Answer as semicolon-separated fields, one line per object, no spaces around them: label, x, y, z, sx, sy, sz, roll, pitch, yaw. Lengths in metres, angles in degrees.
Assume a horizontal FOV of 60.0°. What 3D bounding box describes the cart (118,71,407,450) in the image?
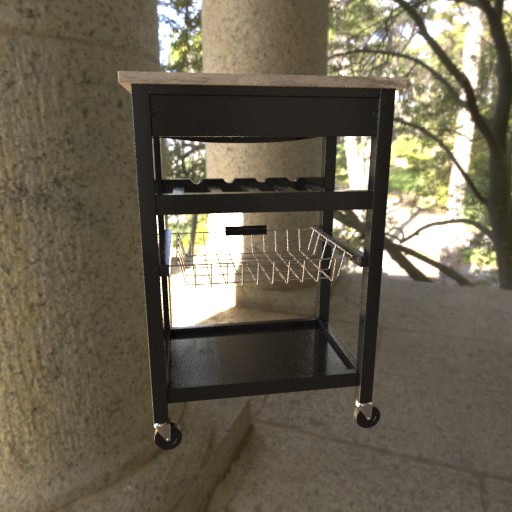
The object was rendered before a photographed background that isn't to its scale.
cart;0.000;0.000;1.165;0.584;0.839;0.403;-2;15;-9
